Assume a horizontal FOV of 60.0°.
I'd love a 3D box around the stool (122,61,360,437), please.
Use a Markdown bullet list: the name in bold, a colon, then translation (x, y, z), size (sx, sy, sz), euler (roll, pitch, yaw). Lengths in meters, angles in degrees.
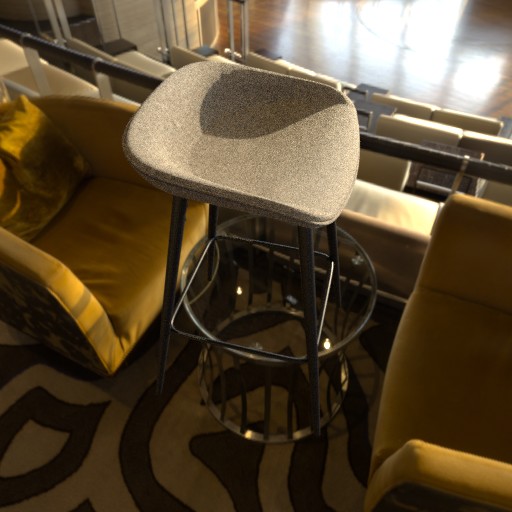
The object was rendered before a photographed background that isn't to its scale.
- **stool**: translation (0.000, 0.000, 1.109), size (0.480, 0.814, 0.469), euler (11, 47, 10)
